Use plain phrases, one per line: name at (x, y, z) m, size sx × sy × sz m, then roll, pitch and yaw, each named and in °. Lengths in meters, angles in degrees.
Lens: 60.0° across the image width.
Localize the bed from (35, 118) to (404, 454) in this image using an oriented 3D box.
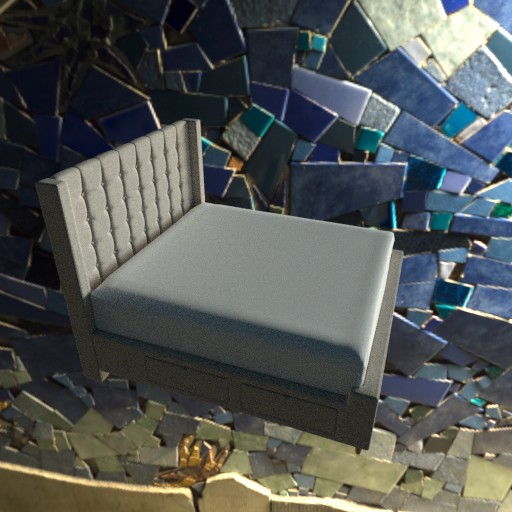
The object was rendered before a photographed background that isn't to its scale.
bed at (0.000, 0.000, 3.801) m, size 2.372 × 1.748 × 2.044 m, roll 10°, pitch 31°, yaw 18°
